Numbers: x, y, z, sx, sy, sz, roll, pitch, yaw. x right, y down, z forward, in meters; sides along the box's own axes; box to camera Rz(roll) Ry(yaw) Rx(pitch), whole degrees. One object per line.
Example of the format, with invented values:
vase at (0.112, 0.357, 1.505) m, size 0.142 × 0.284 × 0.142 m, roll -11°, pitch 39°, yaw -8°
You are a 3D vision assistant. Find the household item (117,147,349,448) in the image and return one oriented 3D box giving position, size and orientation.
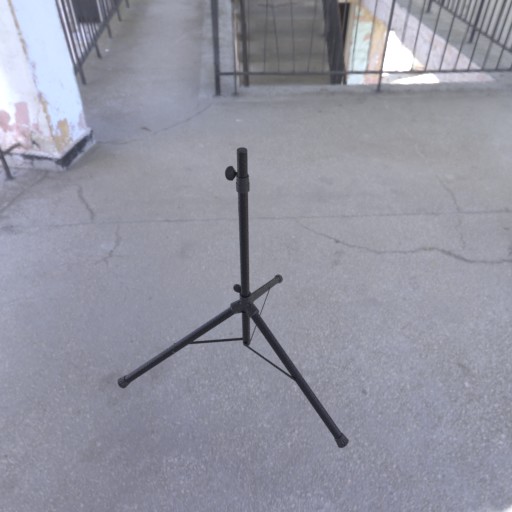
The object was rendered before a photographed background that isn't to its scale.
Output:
household item at (0.000, 0.000, 1.847) m, size 1.045 × 1.136 × 0.907 m, roll 12°, pitch 43°, yaw 13°
